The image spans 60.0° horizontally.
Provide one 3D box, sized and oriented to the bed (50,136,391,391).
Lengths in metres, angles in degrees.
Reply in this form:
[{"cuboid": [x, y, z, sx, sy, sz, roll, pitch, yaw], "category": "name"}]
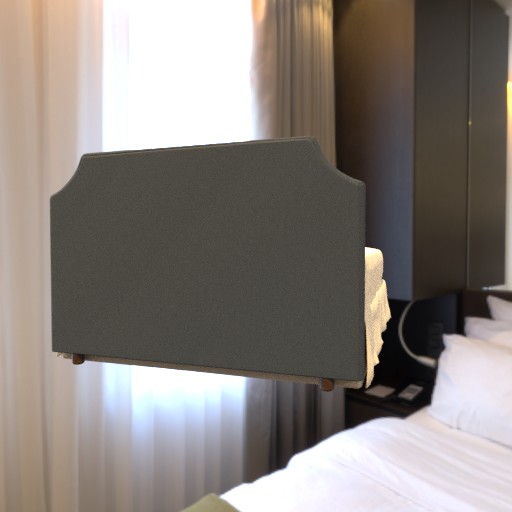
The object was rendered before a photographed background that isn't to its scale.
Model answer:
[{"cuboid": [0.000, 0.000, 4.134, 2.350, 1.488, 2.773, 1, 2, 19], "category": "bed"}]
